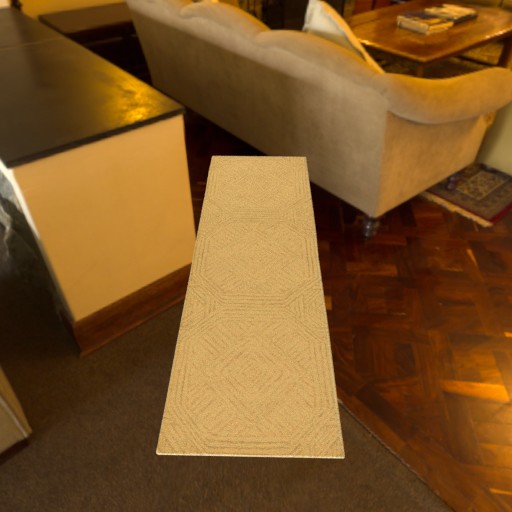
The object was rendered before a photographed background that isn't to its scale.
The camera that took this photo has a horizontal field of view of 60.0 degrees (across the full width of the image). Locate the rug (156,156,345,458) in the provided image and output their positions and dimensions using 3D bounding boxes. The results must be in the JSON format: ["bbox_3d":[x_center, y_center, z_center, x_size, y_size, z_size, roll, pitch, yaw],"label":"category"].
[{"bbox_3d":[0.000,0.000,2.719,0.775,0.012,2.452,1,42,1],"label":"rug"}]
